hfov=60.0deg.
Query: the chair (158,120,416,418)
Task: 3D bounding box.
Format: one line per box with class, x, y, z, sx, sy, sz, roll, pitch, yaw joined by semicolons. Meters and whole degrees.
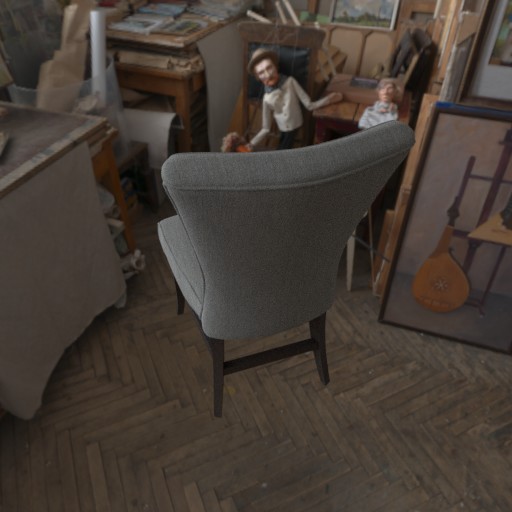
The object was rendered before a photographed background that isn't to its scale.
chair;0.000;0.000;1.339;0.520;0.991;0.660;-12;43;-14
